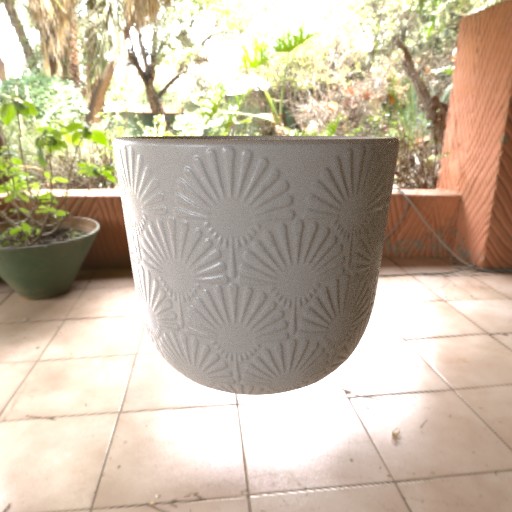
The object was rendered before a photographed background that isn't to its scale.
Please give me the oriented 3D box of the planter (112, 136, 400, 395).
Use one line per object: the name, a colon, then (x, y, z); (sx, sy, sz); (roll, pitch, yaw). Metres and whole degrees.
planter: (0.000, 0.000, 0.294); (0.170, 0.152, 0.170); (0, 16, 0)
